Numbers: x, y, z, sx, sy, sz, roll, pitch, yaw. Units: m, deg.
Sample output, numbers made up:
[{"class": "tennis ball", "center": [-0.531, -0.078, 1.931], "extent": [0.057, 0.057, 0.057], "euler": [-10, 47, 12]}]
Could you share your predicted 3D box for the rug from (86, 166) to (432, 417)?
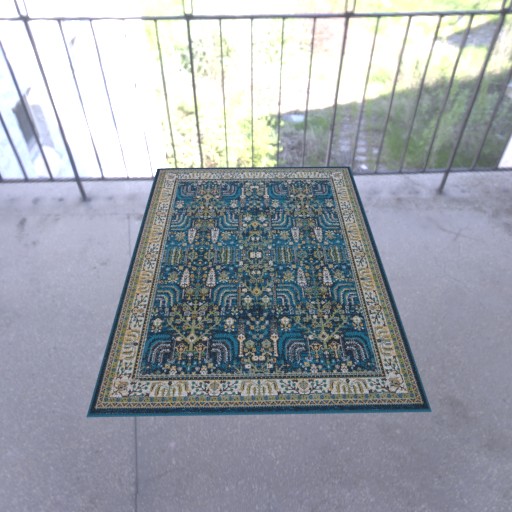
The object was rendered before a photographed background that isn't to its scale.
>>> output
[{"class": "rug", "center": [0.000, 0.000, 3.982], "extent": [2.226, 0.015, 3.044], "euler": [-1, 42, -1]}]
